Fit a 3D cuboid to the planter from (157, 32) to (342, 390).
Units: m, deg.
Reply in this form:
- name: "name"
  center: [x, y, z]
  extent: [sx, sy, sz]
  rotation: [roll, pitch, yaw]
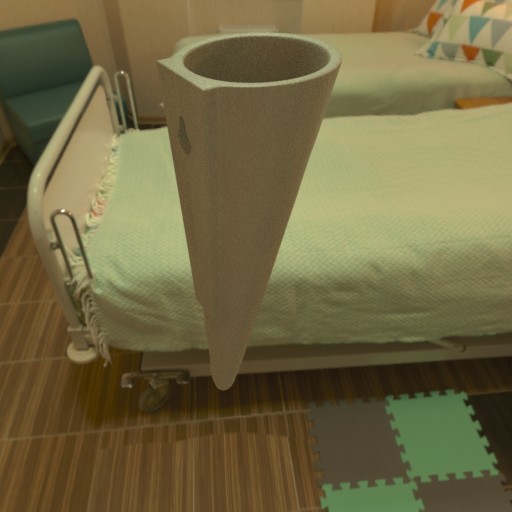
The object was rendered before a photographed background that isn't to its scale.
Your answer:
- name: "planter"
  center: [0.000, 0.000, 0.222]
  extent: [0.064, 0.191, 0.057]
  rotation: [-25, 47, -25]
